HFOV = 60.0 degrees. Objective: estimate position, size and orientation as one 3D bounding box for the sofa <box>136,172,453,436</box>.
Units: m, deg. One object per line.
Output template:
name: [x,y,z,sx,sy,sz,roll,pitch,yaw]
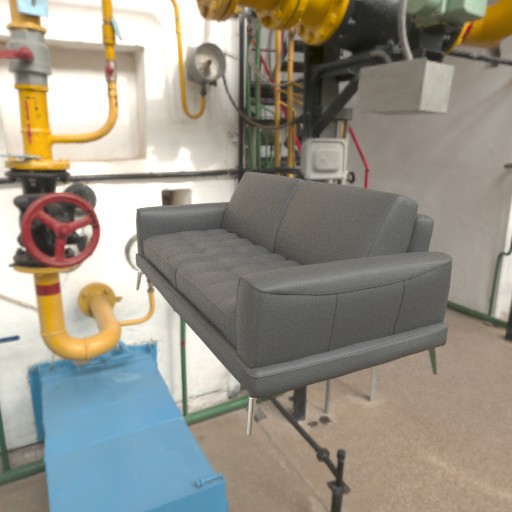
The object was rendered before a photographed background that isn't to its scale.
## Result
sofa: [0.000,0.000,2.794,1.121,0.930,2.177,-7,17,-26]
